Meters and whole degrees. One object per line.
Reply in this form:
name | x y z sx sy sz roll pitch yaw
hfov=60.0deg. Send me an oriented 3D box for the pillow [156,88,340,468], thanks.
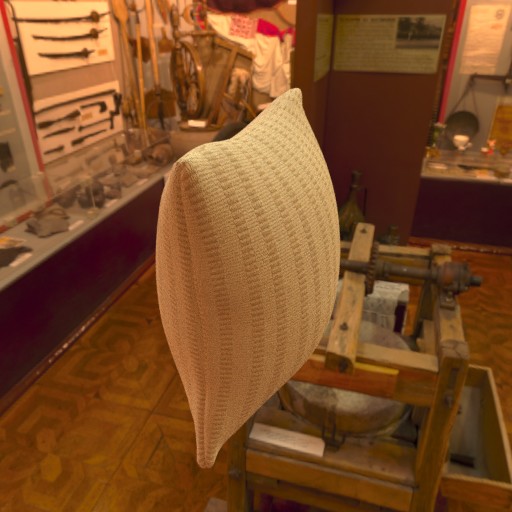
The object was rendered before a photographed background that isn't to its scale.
pillow | 0.000 0.000 0.663 0.247 0.419 0.438 9 30 16
